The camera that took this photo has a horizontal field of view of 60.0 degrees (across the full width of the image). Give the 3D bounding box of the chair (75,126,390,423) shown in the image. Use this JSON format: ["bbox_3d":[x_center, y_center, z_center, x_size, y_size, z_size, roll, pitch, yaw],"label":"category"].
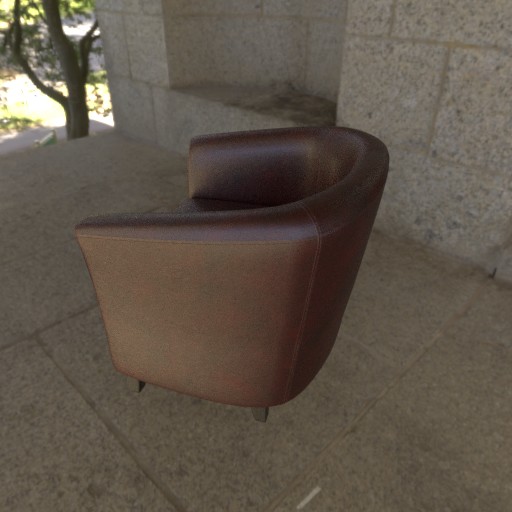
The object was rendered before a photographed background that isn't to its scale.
[{"bbox_3d":[0.000,0.000,1.431,0.727,0.756,0.792,9,33,14],"label":"chair"}]
